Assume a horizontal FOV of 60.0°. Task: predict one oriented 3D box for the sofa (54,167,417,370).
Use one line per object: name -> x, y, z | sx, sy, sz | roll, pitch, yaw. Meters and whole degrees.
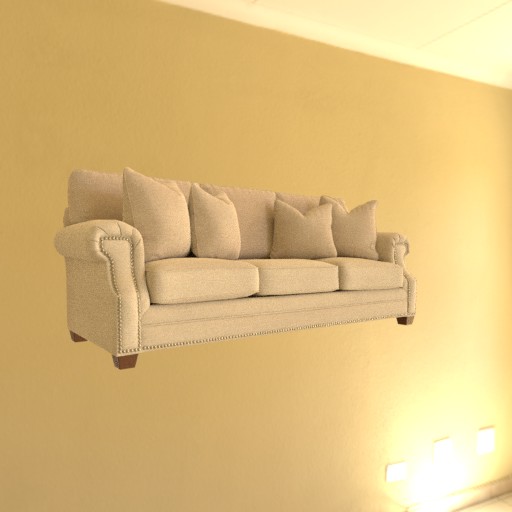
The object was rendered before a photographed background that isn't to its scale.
sofa -> 0.000, 0.000, 2.887 | 2.312, 0.975, 0.965 | 0, 0, -36
